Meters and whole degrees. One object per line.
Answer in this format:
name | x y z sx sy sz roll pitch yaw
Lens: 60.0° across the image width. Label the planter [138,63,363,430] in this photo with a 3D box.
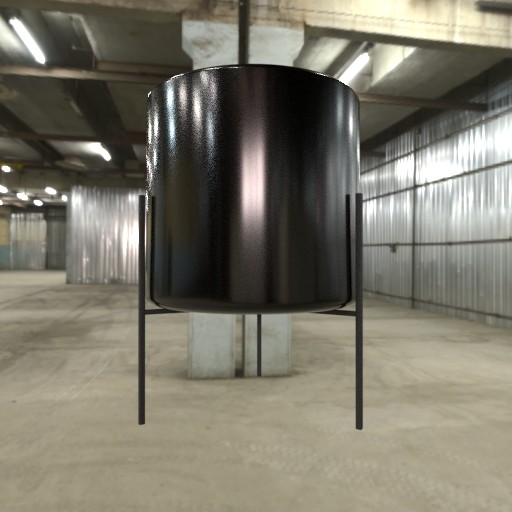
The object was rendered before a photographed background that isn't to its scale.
planter | 0.000 0.000 0.643 0.310 0.432 0.310 0 0 19
